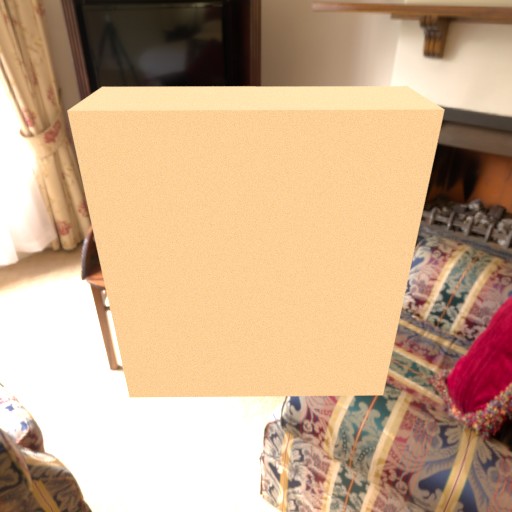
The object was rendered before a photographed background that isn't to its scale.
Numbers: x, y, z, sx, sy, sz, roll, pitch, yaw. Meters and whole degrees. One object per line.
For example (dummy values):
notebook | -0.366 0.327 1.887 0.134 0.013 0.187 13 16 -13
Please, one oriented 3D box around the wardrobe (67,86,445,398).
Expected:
wardrobe | 0.000 0.000 2.931 1.830 2.020 0.600 0 31 -1
